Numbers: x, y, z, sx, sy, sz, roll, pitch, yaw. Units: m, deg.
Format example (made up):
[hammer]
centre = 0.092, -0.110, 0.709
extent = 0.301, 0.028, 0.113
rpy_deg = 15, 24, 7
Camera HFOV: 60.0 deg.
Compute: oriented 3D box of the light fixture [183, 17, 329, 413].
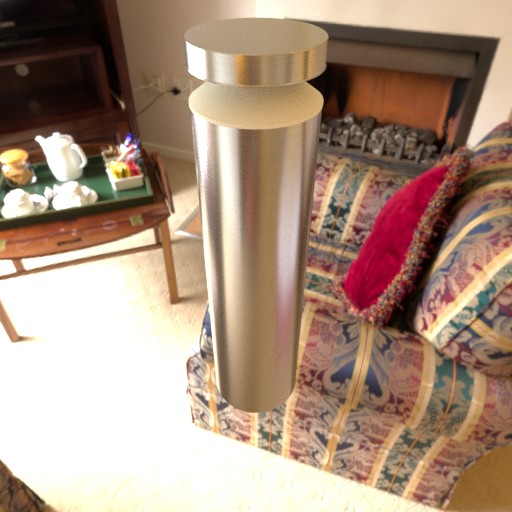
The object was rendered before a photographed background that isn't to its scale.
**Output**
[light fixture]
centre = 0.000, 0.000, 0.435
extent = 0.102, 0.400, 0.102
rpy_deg = -11, 41, -13
